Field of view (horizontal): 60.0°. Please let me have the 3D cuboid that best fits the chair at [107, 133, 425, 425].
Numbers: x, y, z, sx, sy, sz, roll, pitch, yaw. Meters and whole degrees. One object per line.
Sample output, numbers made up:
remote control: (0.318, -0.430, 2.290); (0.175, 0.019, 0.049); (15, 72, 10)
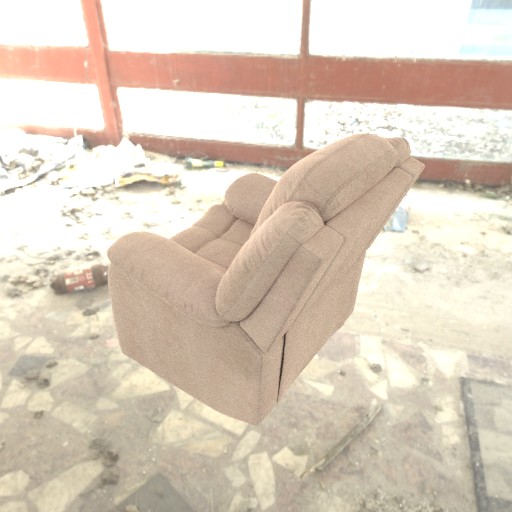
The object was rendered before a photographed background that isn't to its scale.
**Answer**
chair: (0.000, 0.000, 1.745); (0.944, 1.008, 0.899); (21, 37, 30)
